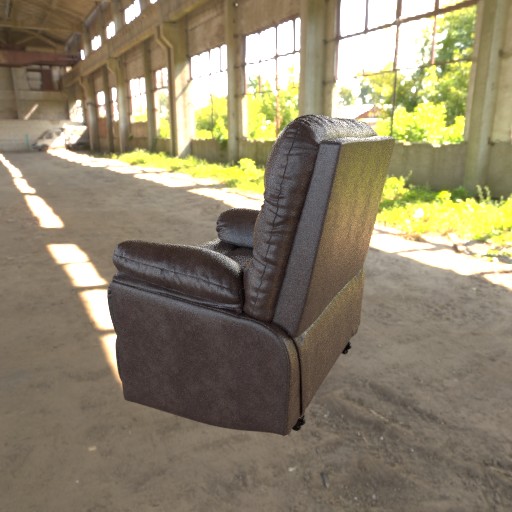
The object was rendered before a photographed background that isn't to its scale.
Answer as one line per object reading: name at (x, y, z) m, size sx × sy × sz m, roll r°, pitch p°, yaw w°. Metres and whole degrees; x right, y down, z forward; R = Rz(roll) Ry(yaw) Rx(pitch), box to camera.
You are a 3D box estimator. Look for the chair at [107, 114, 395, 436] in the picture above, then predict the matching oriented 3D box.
chair at (0.000, 0.000, 1.750) m, size 0.879 × 1.041 × 0.940 m, roll 8°, pitch 17°, yaw 25°
